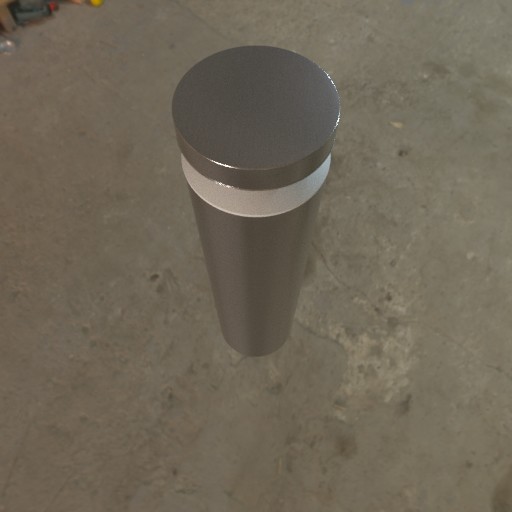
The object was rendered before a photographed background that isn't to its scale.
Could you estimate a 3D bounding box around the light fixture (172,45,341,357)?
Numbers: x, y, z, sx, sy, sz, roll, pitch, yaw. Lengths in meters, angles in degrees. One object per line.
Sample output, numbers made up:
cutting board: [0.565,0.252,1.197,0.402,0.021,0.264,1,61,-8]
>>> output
light fixture: [0.000,0.000,0.440,0.102,0.400,0.102,3,63,2]
